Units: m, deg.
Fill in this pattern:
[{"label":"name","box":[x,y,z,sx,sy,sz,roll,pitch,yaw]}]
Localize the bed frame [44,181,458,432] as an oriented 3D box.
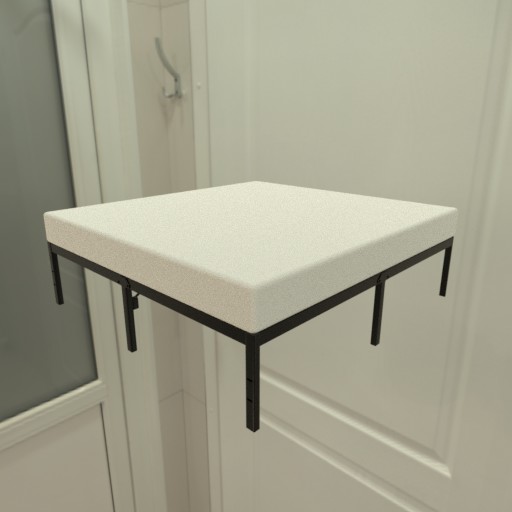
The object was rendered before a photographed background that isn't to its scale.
[{"label":"bed frame","box":[0.000,0.000,3.113,1.963,0.659,2.079,16,24,41]}]
